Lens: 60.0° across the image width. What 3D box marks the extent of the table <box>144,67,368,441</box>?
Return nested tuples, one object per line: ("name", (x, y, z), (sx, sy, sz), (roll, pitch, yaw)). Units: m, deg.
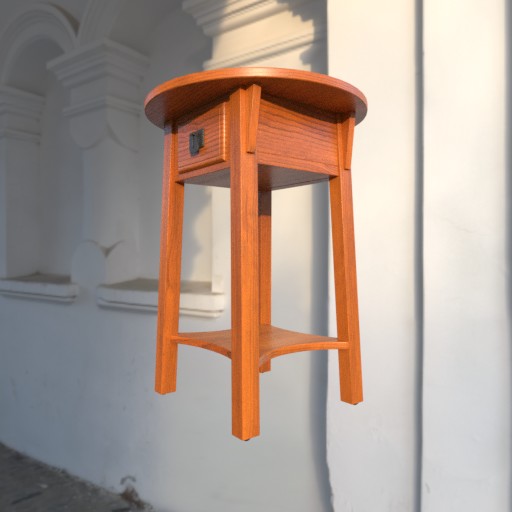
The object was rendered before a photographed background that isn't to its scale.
("table", (0.000, 0.000, 0.939), (0.457, 0.610, 0.457), (0, 1, 0))
